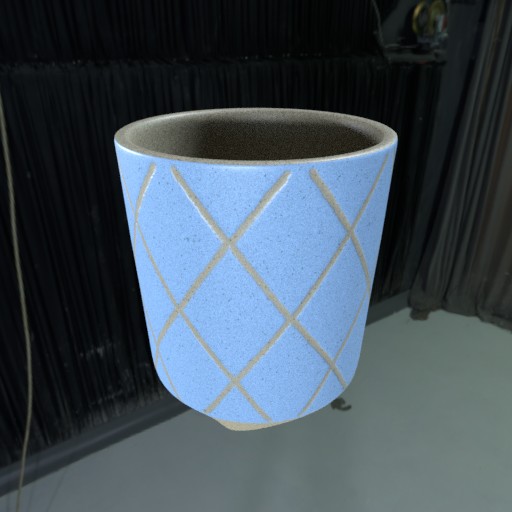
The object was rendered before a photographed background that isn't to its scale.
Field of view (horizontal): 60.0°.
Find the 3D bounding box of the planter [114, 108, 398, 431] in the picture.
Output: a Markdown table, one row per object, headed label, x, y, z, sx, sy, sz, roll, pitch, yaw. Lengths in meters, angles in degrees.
| label | x | y | z | sx | sy | sz | roll | pitch | yaw |
| --- | --- | --- | --- | --- | --- | --- | --- | --- | --- |
| planter | 0.000 | 0.000 | 0.354 | 0.191 | 0.200 | 0.191 | 0 | 27 | 0 |
